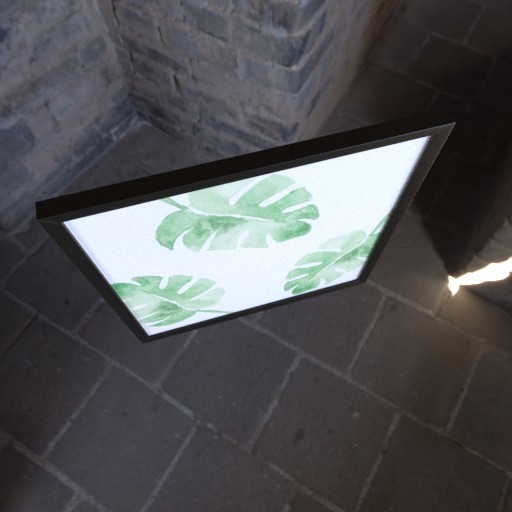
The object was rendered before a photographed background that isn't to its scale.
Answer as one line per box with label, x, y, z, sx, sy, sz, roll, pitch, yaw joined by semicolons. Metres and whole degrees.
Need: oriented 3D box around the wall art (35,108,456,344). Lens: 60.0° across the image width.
wall art;0.000;0.000;1.128;0.765;0.765;0.038;-14;64;-7
